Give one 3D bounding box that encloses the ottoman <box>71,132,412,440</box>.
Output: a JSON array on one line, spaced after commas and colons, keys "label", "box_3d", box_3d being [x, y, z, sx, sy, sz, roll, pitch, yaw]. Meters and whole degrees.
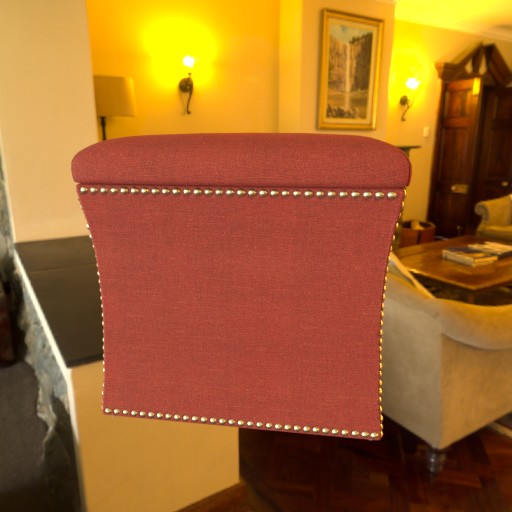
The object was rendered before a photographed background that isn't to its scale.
[{"label": "ottoman", "box_3d": [0.000, 0.000, 0.886, 0.497, 0.475, 0.507, 2, 15, 8]}]
